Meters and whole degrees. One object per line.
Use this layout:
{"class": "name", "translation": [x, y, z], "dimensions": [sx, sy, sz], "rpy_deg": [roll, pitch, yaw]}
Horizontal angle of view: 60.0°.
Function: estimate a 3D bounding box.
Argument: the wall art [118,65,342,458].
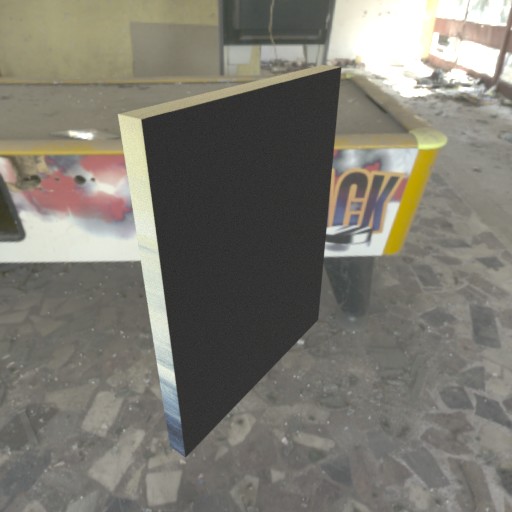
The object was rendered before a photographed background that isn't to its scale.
{"class": "wall art", "translation": [0.000, 0.000, 0.831], "dimensions": [0.040, 0.608, 0.489], "rpy_deg": [21, 37, 30]}
